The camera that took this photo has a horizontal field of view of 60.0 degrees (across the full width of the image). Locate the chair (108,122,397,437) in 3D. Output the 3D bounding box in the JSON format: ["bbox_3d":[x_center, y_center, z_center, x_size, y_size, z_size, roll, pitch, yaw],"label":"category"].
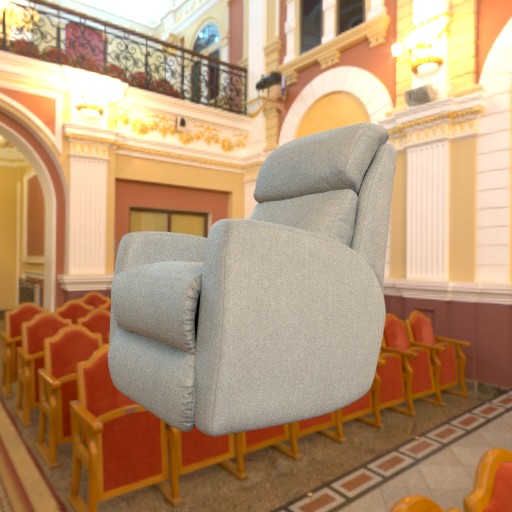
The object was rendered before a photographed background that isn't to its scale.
[{"bbox_3d":[0.000,0.000,1.664,0.940,1.016,0.794,0,0,-37],"label":"chair"}]
